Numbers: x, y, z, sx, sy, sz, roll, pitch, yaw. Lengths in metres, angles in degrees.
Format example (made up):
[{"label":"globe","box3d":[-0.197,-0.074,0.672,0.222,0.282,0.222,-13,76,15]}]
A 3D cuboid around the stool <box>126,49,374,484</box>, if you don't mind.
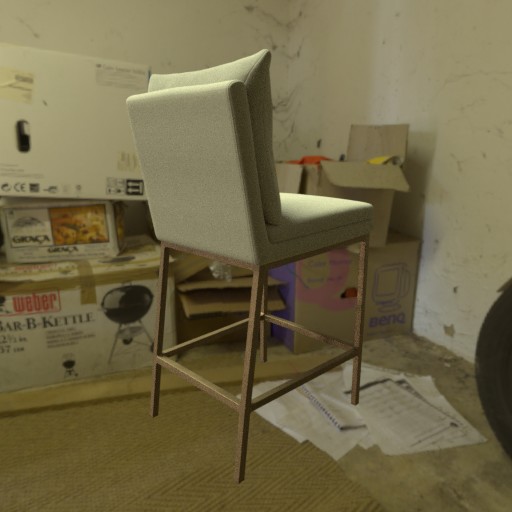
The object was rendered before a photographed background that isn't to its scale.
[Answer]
[{"label":"stool","box3d":[0.000,0.000,1.328,0.463,1.032,0.572,13,18,43]}]
